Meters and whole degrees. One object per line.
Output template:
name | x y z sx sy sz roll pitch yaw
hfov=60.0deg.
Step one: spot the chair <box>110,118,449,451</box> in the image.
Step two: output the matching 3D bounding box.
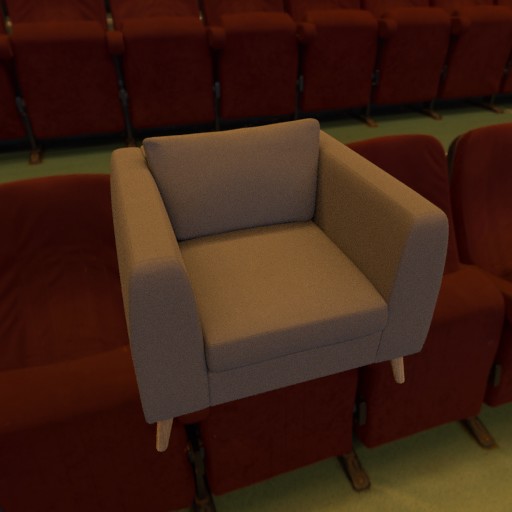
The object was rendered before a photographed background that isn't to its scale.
chair | 0.000 0.000 1.695 1.000 0.860 0.930 -10 34 -15
